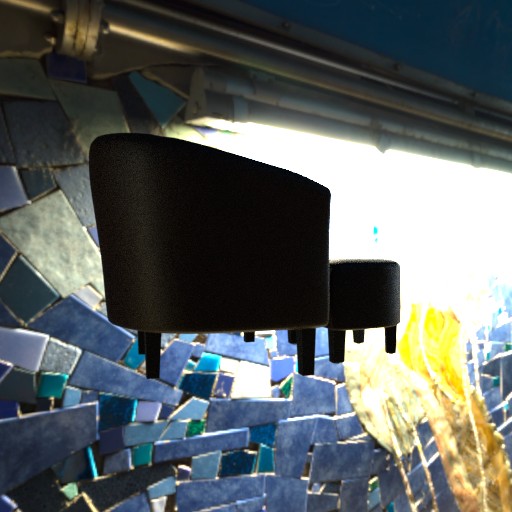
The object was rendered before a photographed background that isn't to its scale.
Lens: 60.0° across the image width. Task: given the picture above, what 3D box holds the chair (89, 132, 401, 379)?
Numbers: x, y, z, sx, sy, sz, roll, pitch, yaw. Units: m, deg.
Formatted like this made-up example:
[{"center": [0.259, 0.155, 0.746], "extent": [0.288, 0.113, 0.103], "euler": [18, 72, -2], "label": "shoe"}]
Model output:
[{"center": [0.000, 0.000, 1.660], "extent": [1.176, 0.755, 0.737], "euler": [0, -1, -18], "label": "chair"}]
